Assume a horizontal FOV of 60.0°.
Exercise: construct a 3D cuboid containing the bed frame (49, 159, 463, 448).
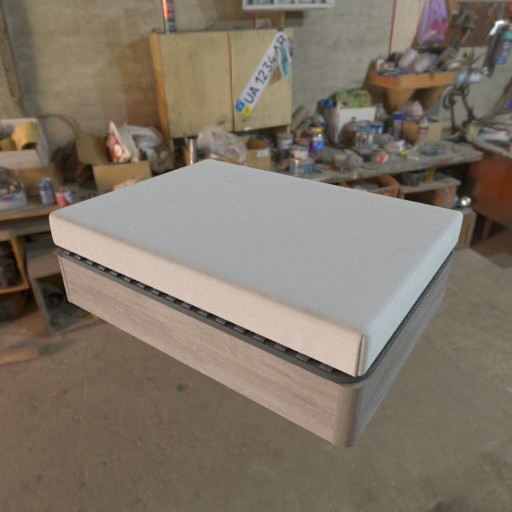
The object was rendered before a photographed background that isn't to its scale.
[{"bbox_3d":[0.000,0.000,2.589,1.900,0.561,1.400,18,33,31],"label":"bed frame"}]
